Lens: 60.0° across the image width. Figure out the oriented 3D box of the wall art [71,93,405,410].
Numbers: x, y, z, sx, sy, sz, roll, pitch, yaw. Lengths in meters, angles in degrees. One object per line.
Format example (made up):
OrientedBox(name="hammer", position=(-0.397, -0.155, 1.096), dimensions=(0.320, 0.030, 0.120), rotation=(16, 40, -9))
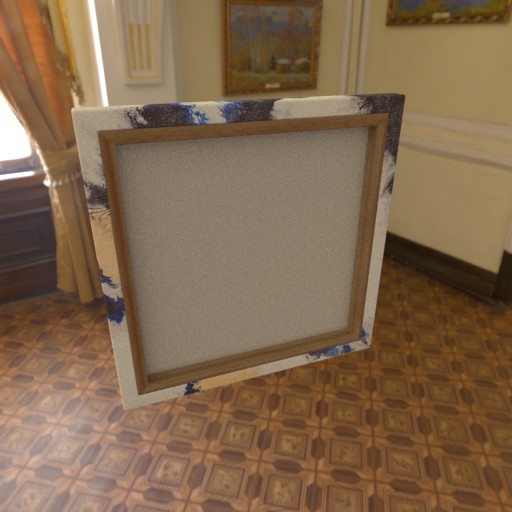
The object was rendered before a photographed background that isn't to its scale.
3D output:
OrientedBox(name="wall art", position=(0.000, 0.000, 0.913), dimensions=(0.609, 0.609, 0.039), rotation=(-9, 28, -18))
